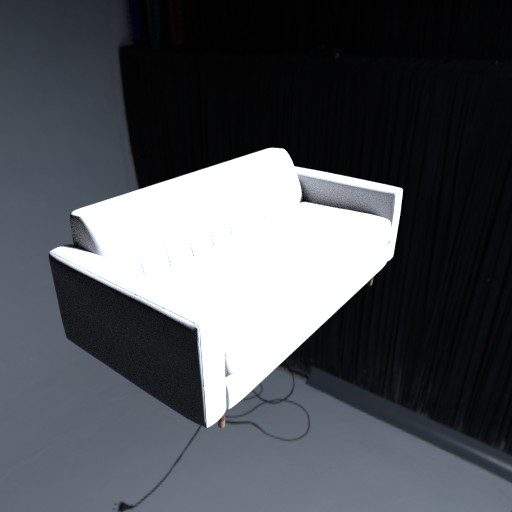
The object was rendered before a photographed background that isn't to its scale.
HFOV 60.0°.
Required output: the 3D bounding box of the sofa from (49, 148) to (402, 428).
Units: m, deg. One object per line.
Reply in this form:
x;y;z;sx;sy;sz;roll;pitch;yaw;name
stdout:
0.000;0.000;2.502;0.969;0.814;1.895;19;33;33;sofa
